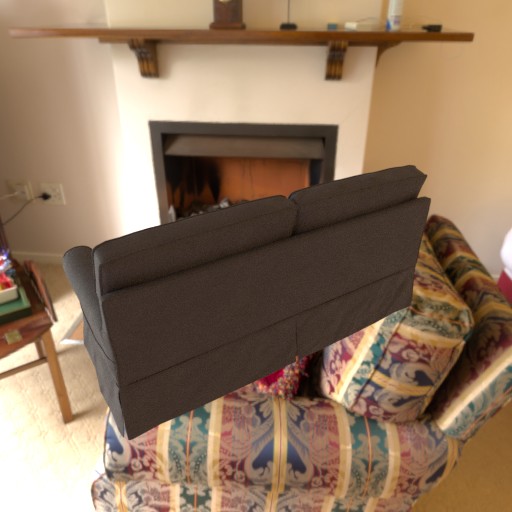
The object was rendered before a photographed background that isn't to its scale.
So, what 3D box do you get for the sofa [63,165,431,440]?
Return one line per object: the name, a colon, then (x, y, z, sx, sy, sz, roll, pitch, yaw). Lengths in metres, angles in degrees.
sofa: (0.000, 0.000, 2.919, 2.256, 1.094, 0.983, -18, 33, -29)
